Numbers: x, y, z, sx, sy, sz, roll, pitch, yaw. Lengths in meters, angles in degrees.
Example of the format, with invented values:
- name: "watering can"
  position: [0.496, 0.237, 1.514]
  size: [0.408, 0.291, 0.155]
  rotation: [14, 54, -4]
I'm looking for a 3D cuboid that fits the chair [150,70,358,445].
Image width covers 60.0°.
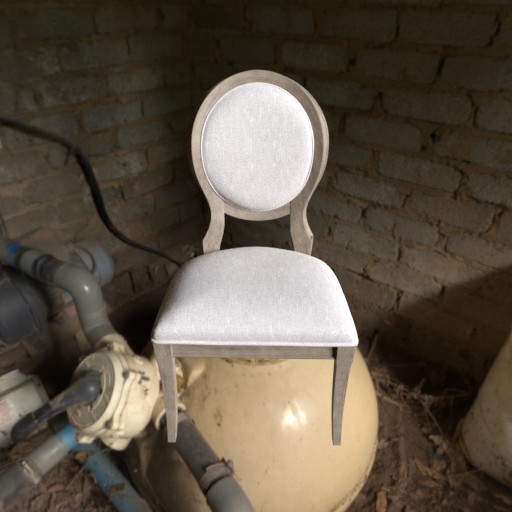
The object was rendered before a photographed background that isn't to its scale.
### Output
- name: "chair"
  position: [0.000, 0.000, 1.365]
  size: [0.558, 0.990, 0.602]
  rotation: [1, 31, 1]
